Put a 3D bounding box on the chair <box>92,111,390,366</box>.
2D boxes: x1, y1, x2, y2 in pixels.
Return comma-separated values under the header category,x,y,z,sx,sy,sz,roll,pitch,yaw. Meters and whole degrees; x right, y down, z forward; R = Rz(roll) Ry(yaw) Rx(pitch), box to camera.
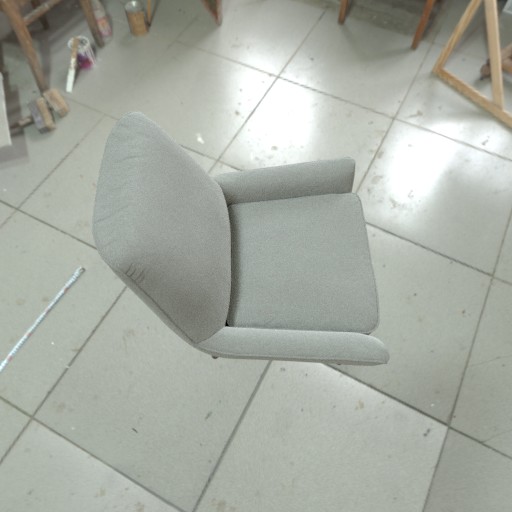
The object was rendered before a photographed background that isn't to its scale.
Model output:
category,x,y,z,sx,sy,sz,roll,pitch,yaw
chair,0.000,0.000,1.523,0.822,0.888,0.787,-2,62,-1
